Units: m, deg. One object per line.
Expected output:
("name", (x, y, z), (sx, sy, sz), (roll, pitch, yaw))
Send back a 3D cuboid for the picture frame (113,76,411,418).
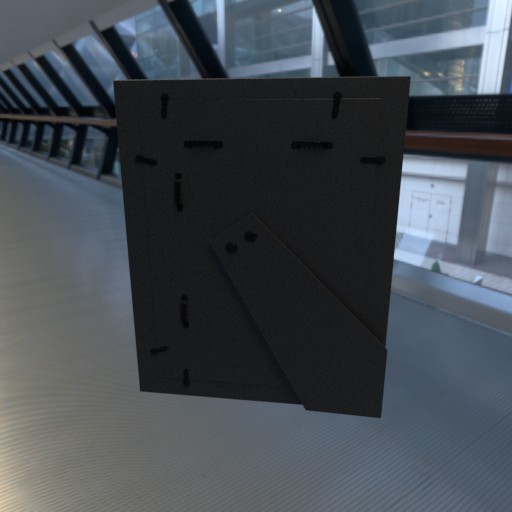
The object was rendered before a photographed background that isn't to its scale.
("picture frame", (0.000, 0.000, 0.513), (0.307, 0.383, 0.036), (2, 17, 7))
